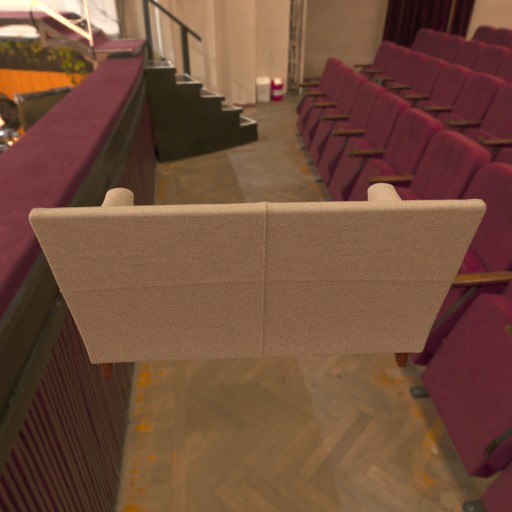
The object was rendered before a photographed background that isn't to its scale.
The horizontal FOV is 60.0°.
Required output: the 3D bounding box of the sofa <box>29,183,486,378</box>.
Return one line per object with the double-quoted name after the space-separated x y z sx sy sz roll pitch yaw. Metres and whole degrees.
0.000 0.000 2.016 1.482 0.892 0.891 -1 31 -2 "sofa"
